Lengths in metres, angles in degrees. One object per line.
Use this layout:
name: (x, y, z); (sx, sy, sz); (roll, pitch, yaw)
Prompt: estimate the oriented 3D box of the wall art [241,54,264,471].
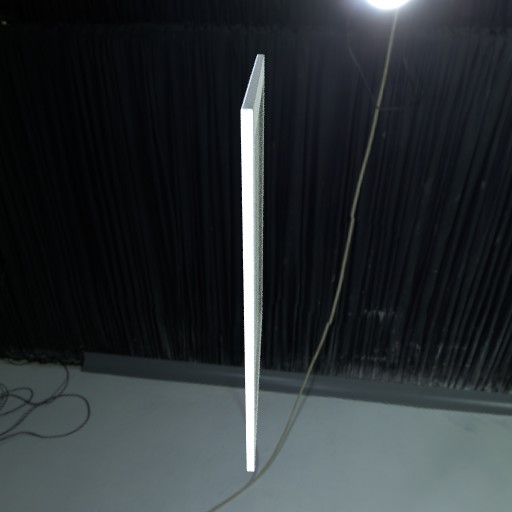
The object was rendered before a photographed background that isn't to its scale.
wall art: (0.000, 0.000, 0.687); (0.012, 0.529, 0.374); (1, 31, 2)
